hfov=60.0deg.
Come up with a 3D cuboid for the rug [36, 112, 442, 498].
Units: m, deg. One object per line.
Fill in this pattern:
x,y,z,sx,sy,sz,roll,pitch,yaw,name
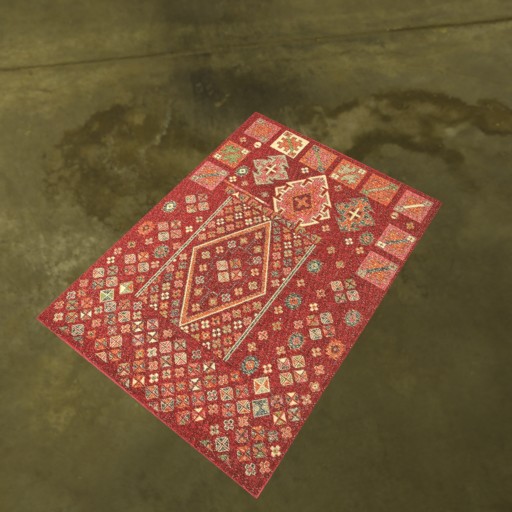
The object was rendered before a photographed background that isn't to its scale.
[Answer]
0.000,0.000,2.800,1.579,0.007,2.184,31,63,18,rug
